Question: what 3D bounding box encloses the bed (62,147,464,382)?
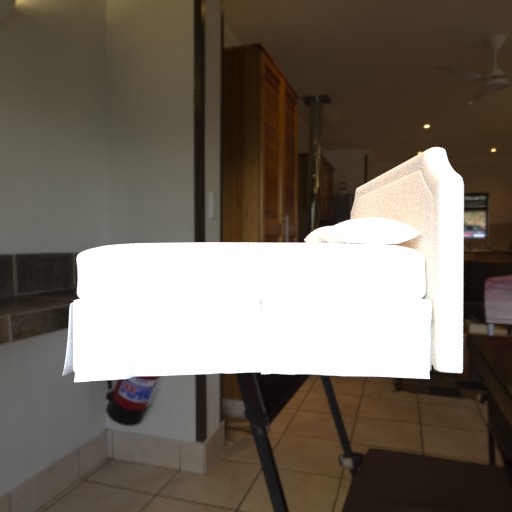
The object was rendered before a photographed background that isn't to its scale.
[{"bbox_3d":[0.000,0.000,3.408,2.204,1.301,2.160,0,1,-1],"label":"bed"}]
